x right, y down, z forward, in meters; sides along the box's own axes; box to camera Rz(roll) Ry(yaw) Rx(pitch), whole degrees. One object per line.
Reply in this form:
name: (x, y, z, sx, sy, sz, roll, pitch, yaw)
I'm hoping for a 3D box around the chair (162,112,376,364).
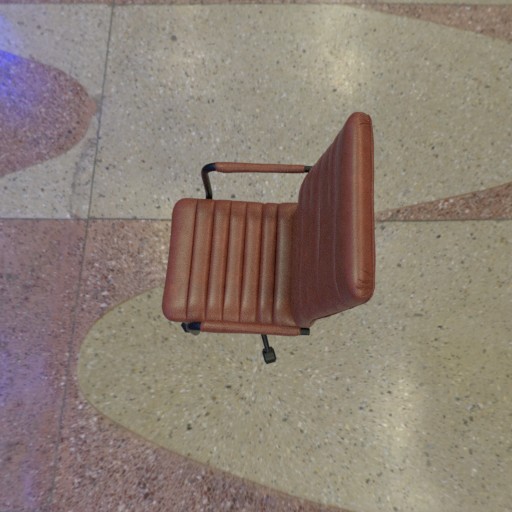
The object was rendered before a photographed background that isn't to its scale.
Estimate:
chair: (0.000, 0.000, 1.344, 0.580, 0.979, 0.608, 3, 75, 1)
